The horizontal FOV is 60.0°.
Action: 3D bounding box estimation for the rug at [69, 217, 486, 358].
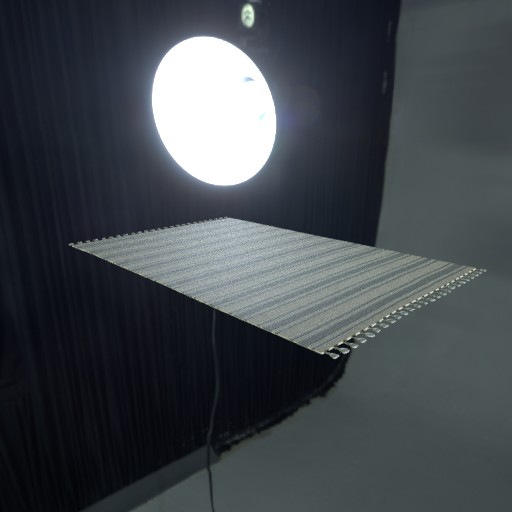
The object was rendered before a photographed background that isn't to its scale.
[{"bbox_3d":[0.000,0.000,2.972,1.539,0.011,2.410,-15,22,-42],"label":"rug"}]
